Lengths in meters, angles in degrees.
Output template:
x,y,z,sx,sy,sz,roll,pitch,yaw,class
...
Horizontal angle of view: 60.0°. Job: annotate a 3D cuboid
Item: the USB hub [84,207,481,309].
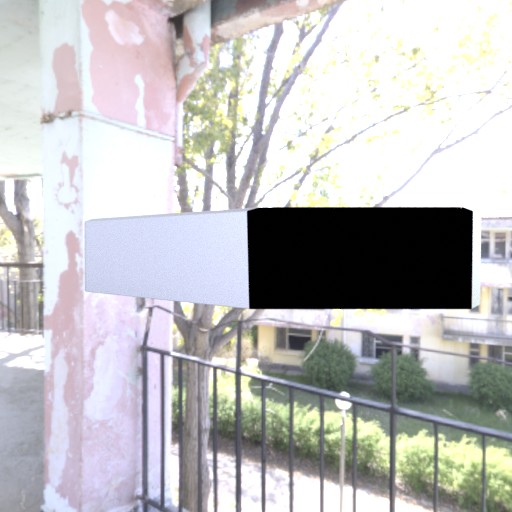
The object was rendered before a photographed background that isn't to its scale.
x,y,z,sx,sy,sz,roll,pitch,yaw,class
0.000,0.000,0.126,0.110,0.023,0.044,1,1,37,USB hub
